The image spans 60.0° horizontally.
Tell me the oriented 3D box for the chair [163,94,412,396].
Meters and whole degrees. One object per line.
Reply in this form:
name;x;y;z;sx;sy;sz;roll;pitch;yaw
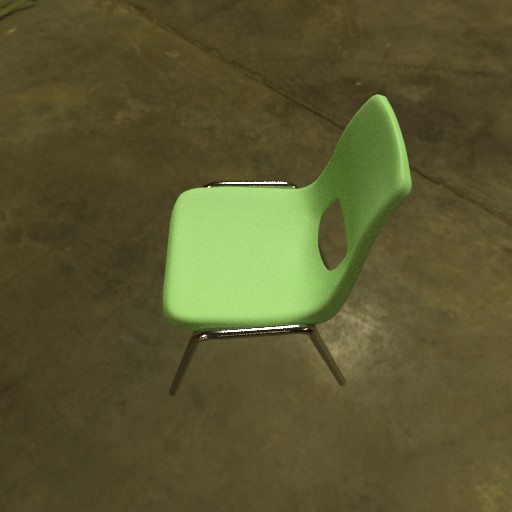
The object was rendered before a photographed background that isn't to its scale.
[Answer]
chair;0.000;0.000;0.920;0.436;0.653;0.381;-1;57;-1
